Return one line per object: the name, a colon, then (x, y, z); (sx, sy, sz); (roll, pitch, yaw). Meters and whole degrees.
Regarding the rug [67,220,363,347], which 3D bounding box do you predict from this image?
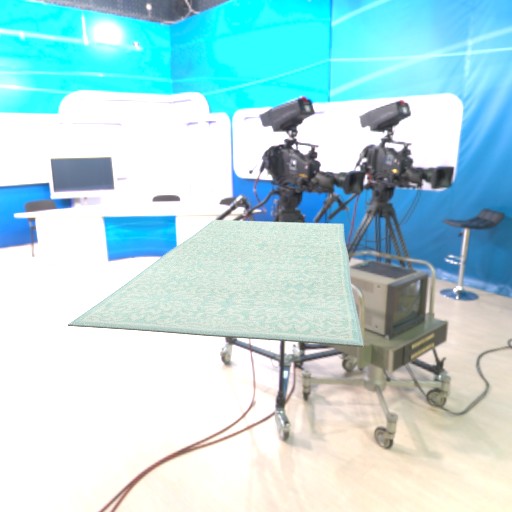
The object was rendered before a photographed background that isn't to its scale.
rug: (0.000, 0.000, 1.458); (0.604, 0.007, 1.219); (2, 15, 9)
